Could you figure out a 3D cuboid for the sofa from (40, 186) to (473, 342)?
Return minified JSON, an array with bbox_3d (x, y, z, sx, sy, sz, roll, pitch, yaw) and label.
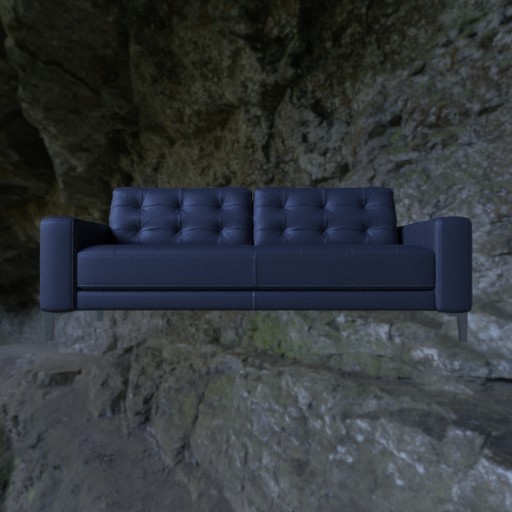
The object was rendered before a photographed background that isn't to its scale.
[{"bbox_3d":[0.000,0.000,2.690,2.275,0.893,0.833,0,0,0],"label":"sofa"}]
